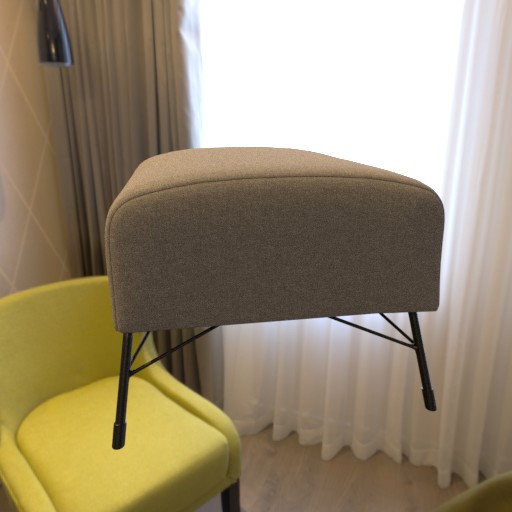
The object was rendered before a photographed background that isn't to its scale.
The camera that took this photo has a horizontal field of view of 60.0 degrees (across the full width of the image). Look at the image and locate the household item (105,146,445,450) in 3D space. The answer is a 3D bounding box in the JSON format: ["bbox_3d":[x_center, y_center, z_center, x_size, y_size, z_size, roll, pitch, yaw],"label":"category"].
[{"bbox_3d":[0.000,0.000,0.887,0.530,0.410,0.530,-3,18,-10],"label":"household item"}]
